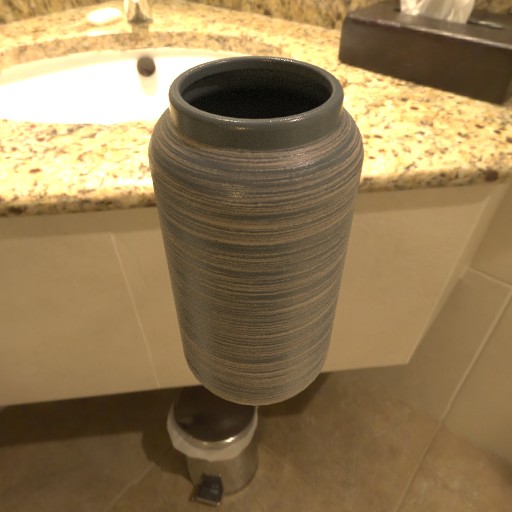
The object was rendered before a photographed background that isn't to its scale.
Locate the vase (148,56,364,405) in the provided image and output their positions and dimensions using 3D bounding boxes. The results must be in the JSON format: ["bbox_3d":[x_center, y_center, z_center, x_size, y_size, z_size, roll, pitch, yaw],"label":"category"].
[{"bbox_3d":[0.000,0.000,0.296,0.116,0.230,0.116,0,42,0],"label":"vase"}]
